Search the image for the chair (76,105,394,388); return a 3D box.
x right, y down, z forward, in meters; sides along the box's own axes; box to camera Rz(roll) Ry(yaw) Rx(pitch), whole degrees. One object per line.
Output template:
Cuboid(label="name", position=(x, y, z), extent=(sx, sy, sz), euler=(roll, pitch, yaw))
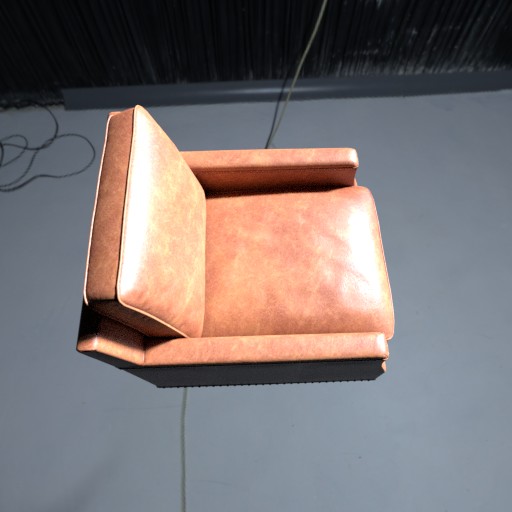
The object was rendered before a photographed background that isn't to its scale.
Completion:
Cuboid(label="chair", position=(0.000, 0.000, 1.681), extent=(1.014, 0.943, 0.853), euler=(-2, 65, -1))
